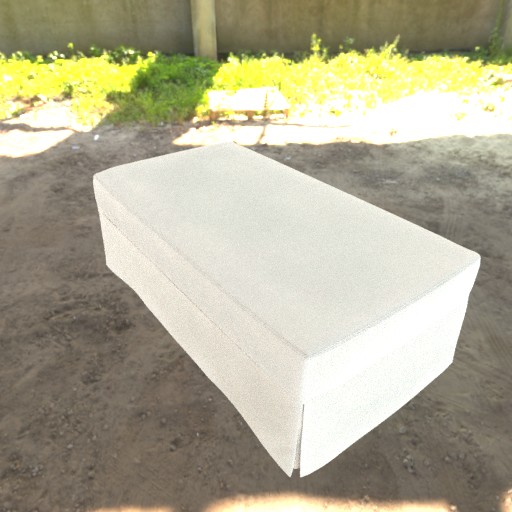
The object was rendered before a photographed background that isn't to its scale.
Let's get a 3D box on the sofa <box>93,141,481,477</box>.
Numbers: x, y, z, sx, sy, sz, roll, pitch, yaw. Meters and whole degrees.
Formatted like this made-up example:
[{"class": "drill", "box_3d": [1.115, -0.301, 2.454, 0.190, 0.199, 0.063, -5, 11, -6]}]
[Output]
[{"class": "sofa", "box_3d": [0.000, 0.000, 2.065, 0.939, 0.552, 1.677, -22, 39, -31]}]
